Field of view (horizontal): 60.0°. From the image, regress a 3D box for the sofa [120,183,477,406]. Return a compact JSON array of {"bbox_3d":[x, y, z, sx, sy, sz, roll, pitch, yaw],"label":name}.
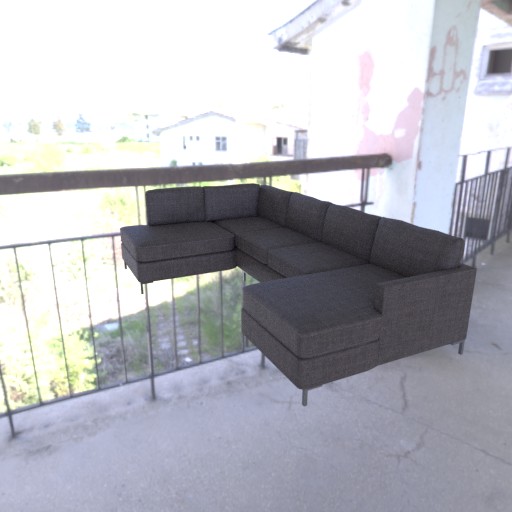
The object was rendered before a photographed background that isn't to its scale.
[{"bbox_3d":[0.000,0.000,4.387,2.048,0.999,3.423,-8,19,-25],"label":"sofa"}]
